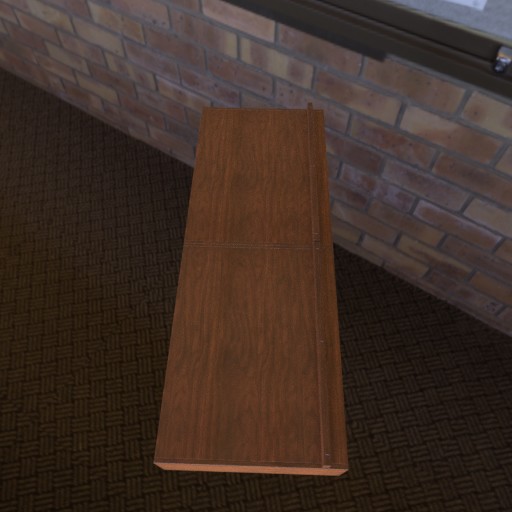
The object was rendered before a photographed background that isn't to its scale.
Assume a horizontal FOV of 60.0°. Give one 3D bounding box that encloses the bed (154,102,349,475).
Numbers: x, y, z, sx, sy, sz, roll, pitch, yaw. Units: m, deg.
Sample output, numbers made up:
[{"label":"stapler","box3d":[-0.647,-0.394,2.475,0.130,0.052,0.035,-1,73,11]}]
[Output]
[{"label":"bed","box3d":[0.000,0.000,2.361,0.787,0.326,2.057,2,59,1]}]
